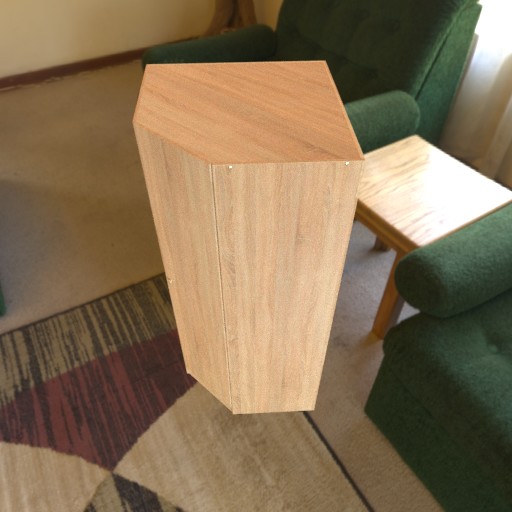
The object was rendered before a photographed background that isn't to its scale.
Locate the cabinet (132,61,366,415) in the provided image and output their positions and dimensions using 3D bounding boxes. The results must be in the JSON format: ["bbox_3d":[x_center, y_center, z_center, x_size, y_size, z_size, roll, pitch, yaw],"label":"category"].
[{"bbox_3d":[0.000,0.000,2.814,1.327,2.120,1.094,33,54,28],"label":"cabinet"}]
